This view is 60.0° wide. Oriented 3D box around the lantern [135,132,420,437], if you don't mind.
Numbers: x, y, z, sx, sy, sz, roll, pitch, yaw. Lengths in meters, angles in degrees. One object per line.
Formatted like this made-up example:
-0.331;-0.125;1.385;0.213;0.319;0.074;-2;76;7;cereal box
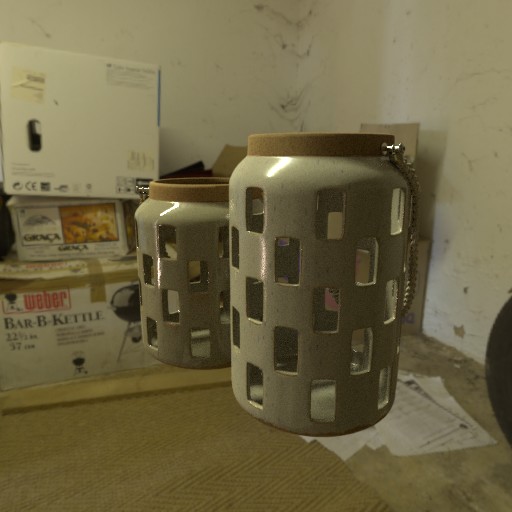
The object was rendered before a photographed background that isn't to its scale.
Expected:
0.000;0.000;0.494;0.184;0.255;0.347;-13;18;-43;lantern
